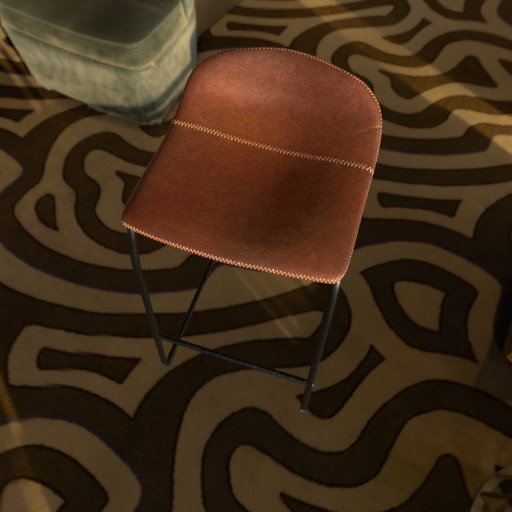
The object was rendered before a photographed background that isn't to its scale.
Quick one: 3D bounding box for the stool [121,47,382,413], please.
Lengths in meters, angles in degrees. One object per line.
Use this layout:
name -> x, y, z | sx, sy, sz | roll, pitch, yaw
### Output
stool -> 0.000, 0.000, 1.102 | 0.454, 0.830, 0.473 | 15, 60, 9
